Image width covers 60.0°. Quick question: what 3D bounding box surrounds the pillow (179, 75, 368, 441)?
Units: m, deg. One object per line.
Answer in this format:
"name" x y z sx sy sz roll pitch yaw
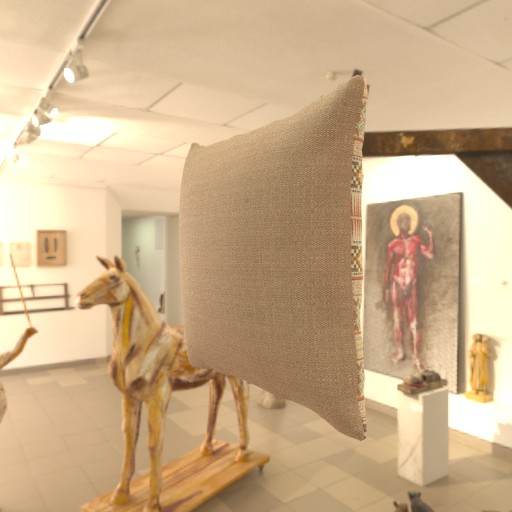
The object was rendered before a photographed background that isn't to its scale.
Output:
"pillow" 0.000 0.000 0.825 0.215 0.519 0.521 0 1 -35
